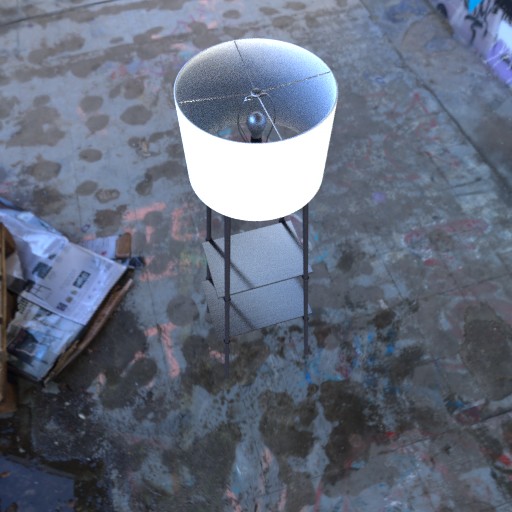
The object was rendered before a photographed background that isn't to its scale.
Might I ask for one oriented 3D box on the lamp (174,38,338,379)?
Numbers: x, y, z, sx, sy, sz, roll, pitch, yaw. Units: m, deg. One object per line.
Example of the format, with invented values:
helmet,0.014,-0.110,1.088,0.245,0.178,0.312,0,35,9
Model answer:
lamp,0.000,0.000,1.641,0.427,1.474,0.384,-15,59,-9
